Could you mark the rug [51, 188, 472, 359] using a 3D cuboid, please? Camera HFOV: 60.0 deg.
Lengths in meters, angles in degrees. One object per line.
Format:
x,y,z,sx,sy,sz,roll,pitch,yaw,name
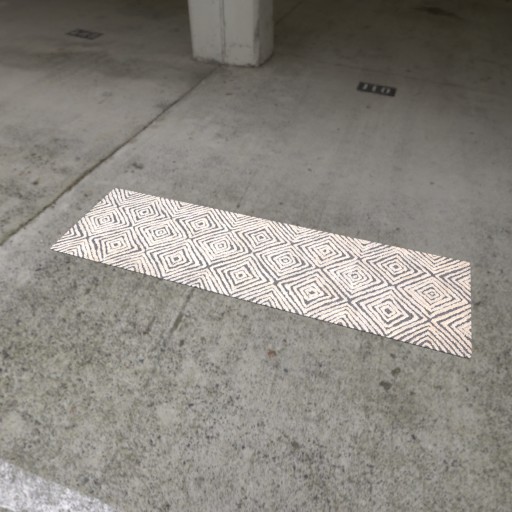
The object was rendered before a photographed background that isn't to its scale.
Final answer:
0.000,0.000,2.500,2.277,0.008,0.676,13,43,14,rug
